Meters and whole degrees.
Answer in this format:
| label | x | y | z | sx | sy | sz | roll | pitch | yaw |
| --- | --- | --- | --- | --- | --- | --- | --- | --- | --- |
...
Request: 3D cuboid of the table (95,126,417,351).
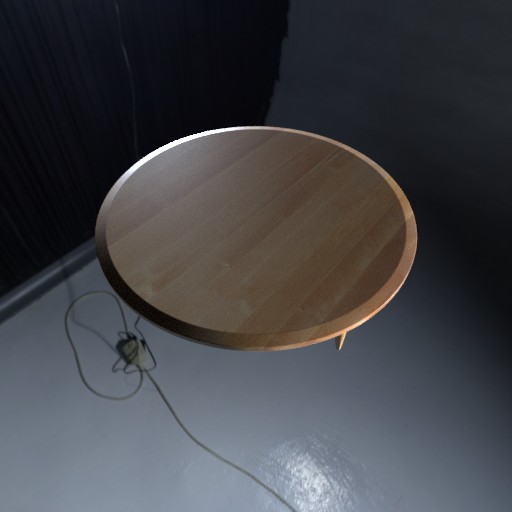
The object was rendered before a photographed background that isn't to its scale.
| label | x | y | z | sx | sy | sz | roll | pitch | yaw |
| --- | --- | --- | --- | --- | --- | --- | --- | --- | --- |
| table | 0.000 | 0.000 | 1.418 | 0.900 | 0.400 | 0.900 | 0 | 47 | 0 |
